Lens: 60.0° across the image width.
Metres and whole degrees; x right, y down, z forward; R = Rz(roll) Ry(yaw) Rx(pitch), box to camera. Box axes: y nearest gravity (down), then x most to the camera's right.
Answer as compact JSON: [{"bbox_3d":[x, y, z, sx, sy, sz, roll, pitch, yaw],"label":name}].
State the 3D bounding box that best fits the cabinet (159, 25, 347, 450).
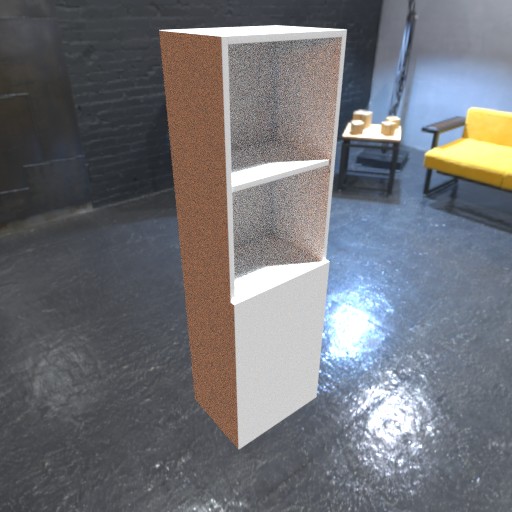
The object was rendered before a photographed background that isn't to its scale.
[{"bbox_3d":[0.000,0.000,1.485,0.400,1.350,0.300,-22,36,-33],"label":"cabinet"}]
